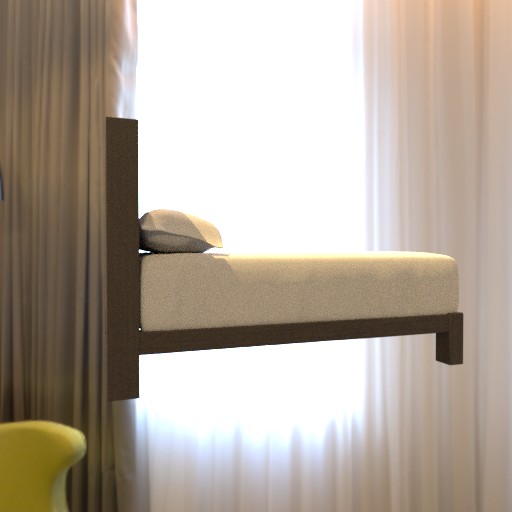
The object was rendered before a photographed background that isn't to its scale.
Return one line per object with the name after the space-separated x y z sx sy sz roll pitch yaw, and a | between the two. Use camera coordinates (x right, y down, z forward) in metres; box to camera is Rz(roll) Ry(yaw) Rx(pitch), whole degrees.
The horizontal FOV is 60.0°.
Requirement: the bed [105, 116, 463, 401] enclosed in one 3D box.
0.000 0.000 3.100 1.992 1.261 1.735 0 1 -19 | bed
